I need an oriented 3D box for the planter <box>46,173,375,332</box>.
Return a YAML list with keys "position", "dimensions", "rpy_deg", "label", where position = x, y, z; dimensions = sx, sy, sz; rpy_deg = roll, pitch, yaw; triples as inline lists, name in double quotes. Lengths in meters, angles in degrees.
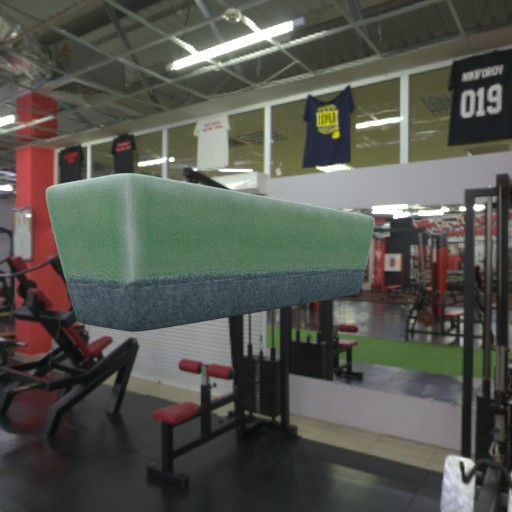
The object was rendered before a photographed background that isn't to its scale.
- position: [0.000, 0.000, 0.315]
  dimensions: [0.072, 0.072, 0.275]
  rpy_deg: [0, 0, 37]
  label: "planter"
